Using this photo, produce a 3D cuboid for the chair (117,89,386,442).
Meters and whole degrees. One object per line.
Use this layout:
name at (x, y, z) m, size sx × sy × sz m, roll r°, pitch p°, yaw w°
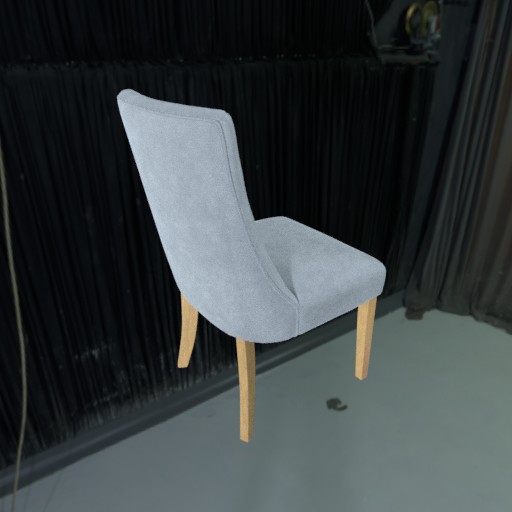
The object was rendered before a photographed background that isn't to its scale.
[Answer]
chair at (0.000, 0.000, 1.279) m, size 0.610 × 0.902 × 0.495 m, roll -18°, pitch 32°, yaw -32°
